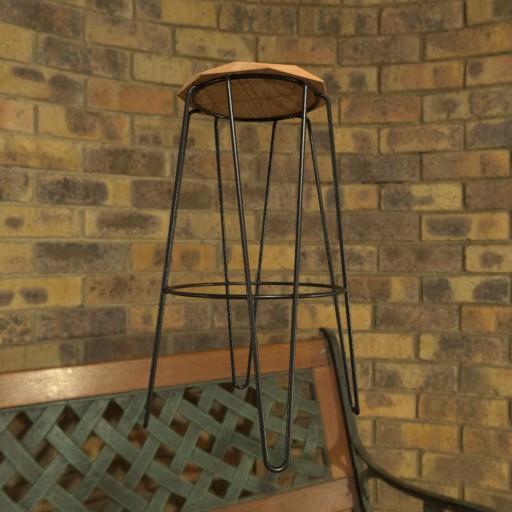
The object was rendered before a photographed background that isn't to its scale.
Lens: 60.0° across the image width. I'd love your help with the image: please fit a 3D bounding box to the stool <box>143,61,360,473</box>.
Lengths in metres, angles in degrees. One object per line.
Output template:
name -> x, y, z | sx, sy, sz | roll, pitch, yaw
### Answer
stool -> 0.000, 0.000, 0.816 | 0.326, 0.610, 0.326 | 0, 0, 36
